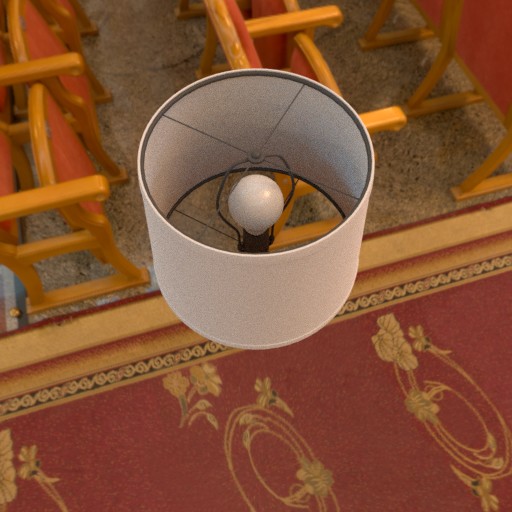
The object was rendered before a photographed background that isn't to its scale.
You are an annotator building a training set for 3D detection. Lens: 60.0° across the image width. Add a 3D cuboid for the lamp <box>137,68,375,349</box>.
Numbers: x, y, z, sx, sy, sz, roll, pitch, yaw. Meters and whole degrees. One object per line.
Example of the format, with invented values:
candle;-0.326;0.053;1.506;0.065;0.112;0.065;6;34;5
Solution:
lamp;0.000;0.000;0.698;0.310;0.501;0.310;0;63;0
